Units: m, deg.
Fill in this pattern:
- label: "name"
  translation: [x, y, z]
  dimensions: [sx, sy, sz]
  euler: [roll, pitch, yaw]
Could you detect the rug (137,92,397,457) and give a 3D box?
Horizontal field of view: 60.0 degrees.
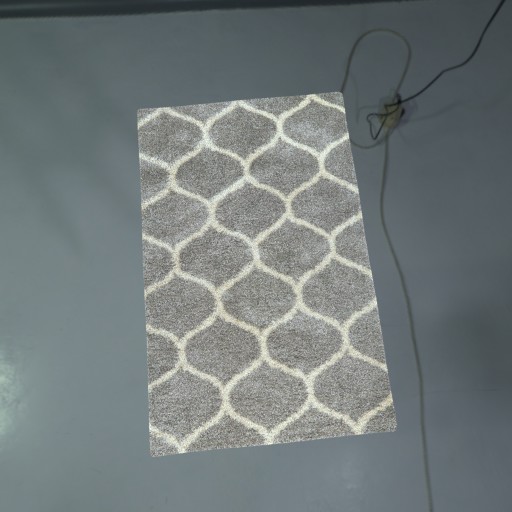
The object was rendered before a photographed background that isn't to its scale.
- label: "rug"
  translation: [0.000, 0.000, 2.958]
  dimensions: [1.501, 0.025, 2.348]
  euler: [-5, 76, -1]
